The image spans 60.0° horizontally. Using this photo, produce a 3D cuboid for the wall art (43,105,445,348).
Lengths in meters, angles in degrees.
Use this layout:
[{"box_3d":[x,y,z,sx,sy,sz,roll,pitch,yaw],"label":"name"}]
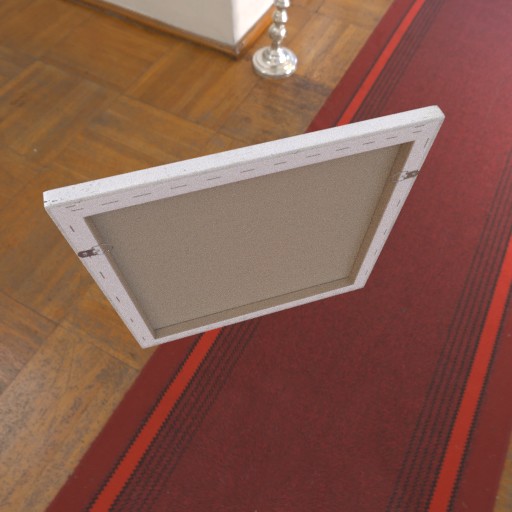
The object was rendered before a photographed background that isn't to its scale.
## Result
[{"box_3d":[0.000,0.000,1.141,0.762,0.762,0.038,-14,61,-8],"label":"wall art"}]
